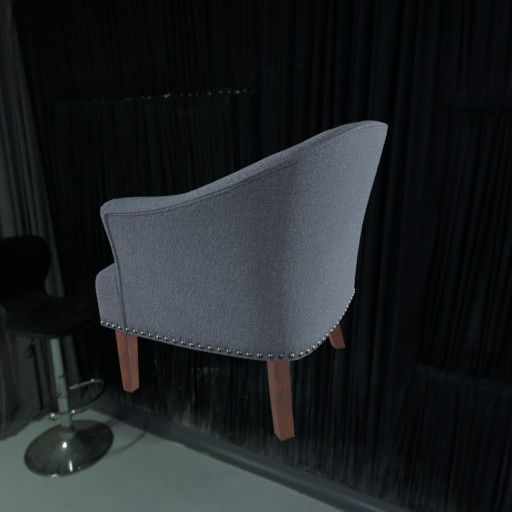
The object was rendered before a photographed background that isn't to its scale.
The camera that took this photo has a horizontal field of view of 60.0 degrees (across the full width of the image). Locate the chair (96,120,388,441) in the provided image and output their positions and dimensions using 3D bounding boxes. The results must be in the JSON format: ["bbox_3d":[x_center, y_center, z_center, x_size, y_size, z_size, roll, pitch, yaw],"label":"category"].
[{"bbox_3d":[0.000,0.000,1.403,0.704,0.815,0.798,7,18,24],"label":"chair"}]
